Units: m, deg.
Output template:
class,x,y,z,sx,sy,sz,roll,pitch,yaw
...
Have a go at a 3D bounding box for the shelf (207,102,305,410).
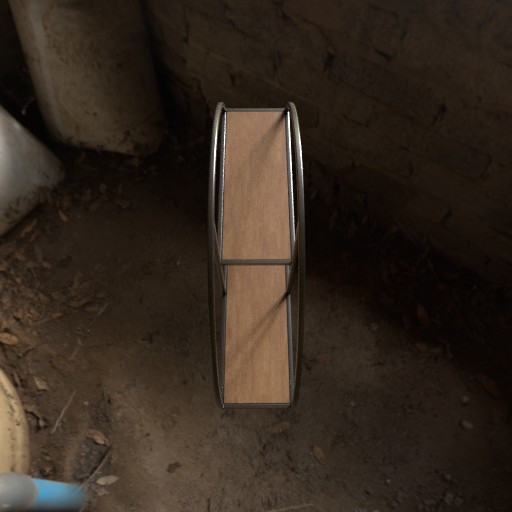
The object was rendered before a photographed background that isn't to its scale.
class,x,y,z,sx,sy,sz,roll,pitch,yaw
shelf,0.000,0.000,1.355,0.202,0.888,0.888,0,64,0
